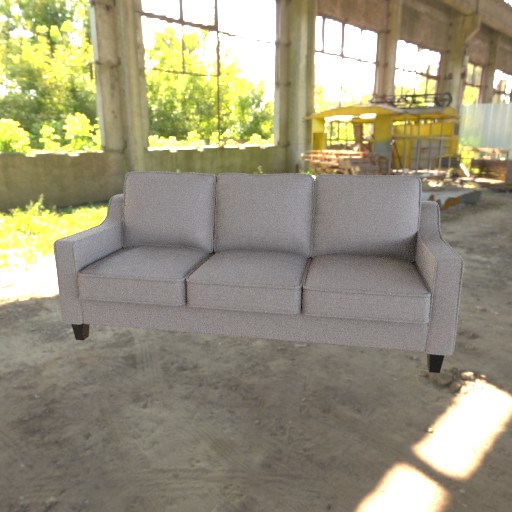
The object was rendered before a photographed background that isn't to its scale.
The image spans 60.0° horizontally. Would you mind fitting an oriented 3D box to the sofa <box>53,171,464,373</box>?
[{"bbox_3d":[0.000,0.000,2.657,2.129,0.950,0.899,3,15,11],"label":"sofa"}]
